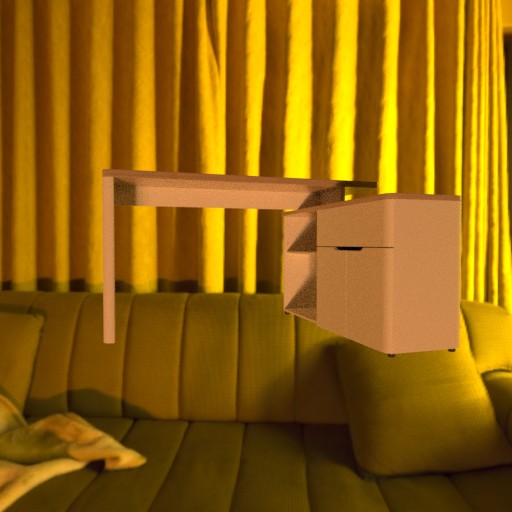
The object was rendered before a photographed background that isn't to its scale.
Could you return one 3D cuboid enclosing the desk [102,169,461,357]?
[{"bbox_3d":[0.000,0.000,2.138,1.400,0.770,1.175,-1,2,-18],"label":"desk"}]
